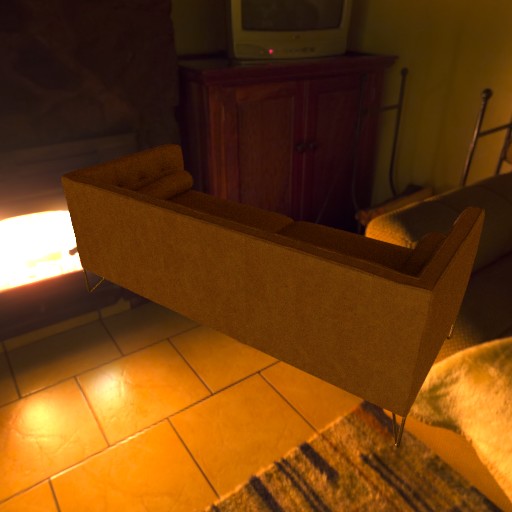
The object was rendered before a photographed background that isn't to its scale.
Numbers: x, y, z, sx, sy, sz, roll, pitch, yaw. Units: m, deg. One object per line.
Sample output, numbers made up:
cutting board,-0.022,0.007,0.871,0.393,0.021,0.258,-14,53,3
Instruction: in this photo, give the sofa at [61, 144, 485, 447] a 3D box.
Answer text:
sofa,0.000,0.000,2.475,2.079,0.798,0.912,19,34,30
